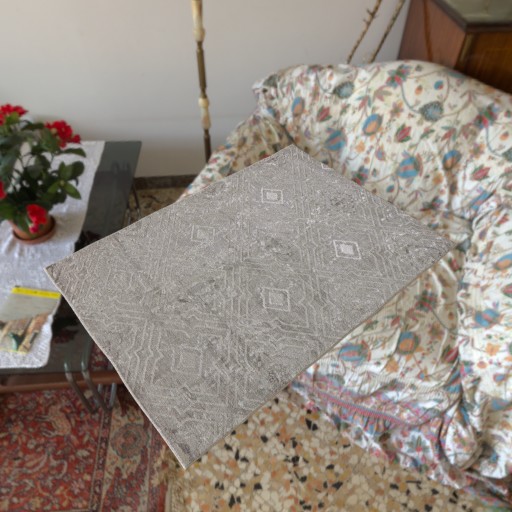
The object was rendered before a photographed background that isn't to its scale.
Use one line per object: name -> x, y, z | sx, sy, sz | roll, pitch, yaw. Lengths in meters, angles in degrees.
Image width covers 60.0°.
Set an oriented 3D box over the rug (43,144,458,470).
rug -> 0.000, 0.000, 4.414 | 3.359, 0.020, 2.448 | -32, 54, -27
